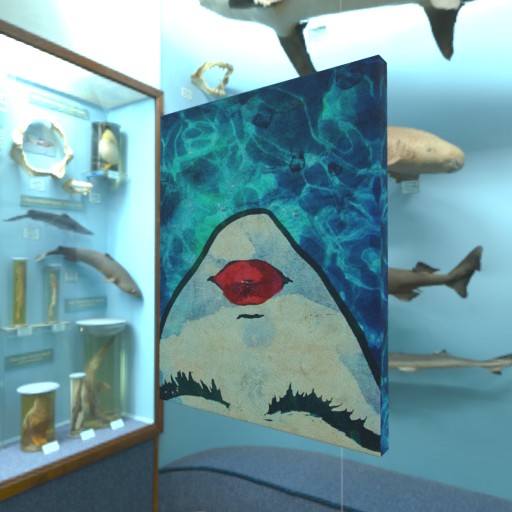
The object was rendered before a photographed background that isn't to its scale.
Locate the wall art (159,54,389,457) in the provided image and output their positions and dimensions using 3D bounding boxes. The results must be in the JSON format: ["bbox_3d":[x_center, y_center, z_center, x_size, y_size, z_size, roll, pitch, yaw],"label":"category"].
[{"bbox_3d":[0.000,0.000,0.861,0.508,0.635,0.038,-1,-1,36],"label":"wall art"}]
